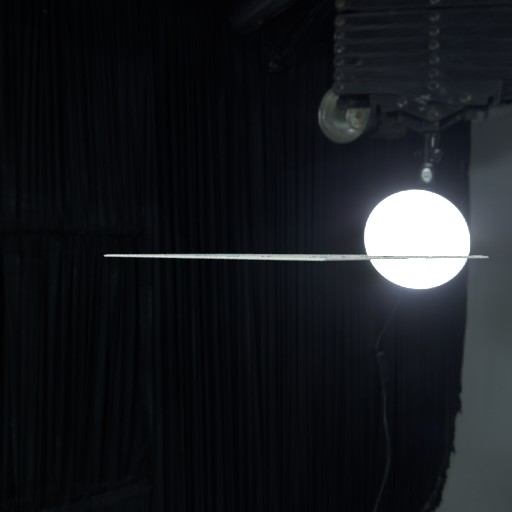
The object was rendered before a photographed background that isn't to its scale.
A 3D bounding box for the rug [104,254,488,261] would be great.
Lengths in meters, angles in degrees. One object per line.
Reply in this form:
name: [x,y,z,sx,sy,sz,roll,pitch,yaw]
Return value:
rug: [0.000,0.000,1.461,0.605,0.007,1.220,0,1,-37]
